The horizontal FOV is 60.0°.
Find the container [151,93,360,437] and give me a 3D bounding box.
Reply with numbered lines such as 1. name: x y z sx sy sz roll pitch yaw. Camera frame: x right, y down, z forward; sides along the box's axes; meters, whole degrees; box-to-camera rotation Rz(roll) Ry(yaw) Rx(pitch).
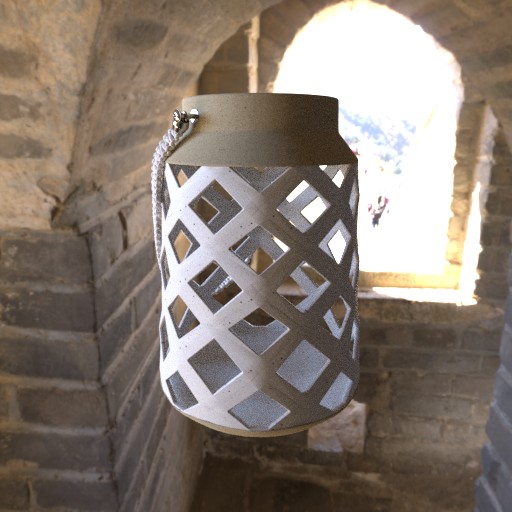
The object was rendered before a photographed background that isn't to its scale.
1. container: 0.000 0.000 0.397 0.188 0.264 0.198 -15 21 -42
